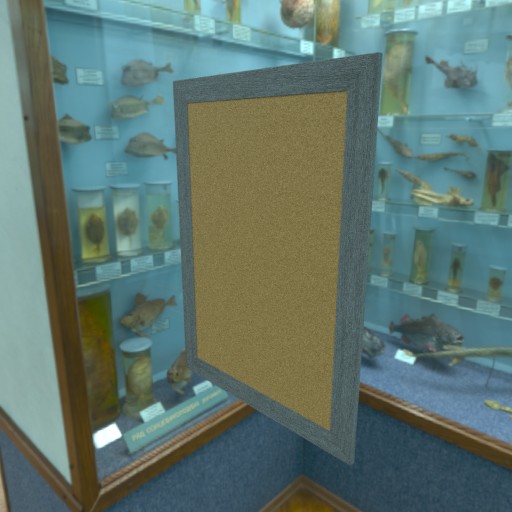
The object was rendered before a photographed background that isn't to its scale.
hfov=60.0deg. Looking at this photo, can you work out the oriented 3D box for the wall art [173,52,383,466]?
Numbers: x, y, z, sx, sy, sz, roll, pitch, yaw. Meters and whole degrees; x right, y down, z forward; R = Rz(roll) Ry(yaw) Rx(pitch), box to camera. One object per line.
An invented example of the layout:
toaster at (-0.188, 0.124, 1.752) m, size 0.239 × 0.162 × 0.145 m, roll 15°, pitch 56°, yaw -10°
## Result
wall art at (0.000, 0.000, 1.372) m, size 0.768 × 1.070 × 0.020 m, roll 15°, pitch 21°, yaw 43°
